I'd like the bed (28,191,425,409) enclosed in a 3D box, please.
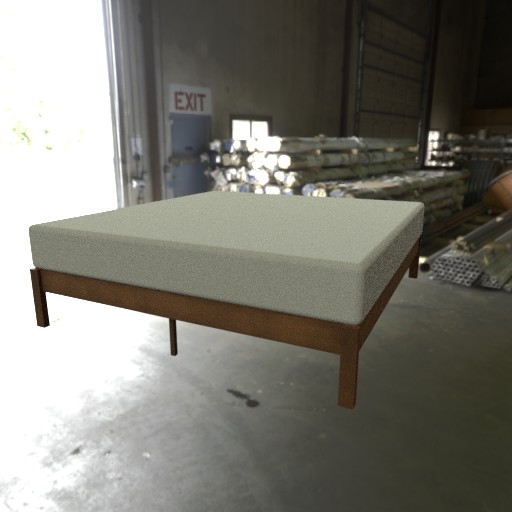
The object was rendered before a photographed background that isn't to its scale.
[{"bbox_3d":[0.000,0.000,3.060,1.930,0.616,2.049,7,16,26],"label":"bed"}]
